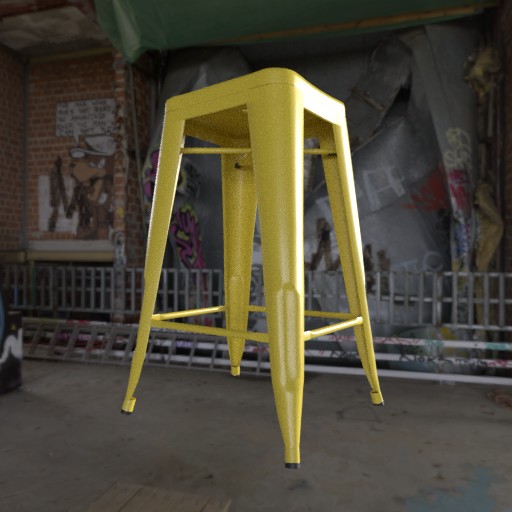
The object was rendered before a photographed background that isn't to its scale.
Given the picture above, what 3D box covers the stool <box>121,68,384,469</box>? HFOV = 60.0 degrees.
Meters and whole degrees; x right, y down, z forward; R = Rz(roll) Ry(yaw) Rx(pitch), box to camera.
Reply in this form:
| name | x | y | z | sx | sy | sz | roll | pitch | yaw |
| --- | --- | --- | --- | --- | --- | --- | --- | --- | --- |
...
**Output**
| name | x | y | z | sx | sy | sz | roll | pitch | yaw |
| --- | --- | --- | --- | --- | --- | --- | --- | --- | --- |
| stool | 0.000 | 0.000 | 0.882 | 0.399 | 0.609 | 0.359 | 0 | 0 | 36 |
